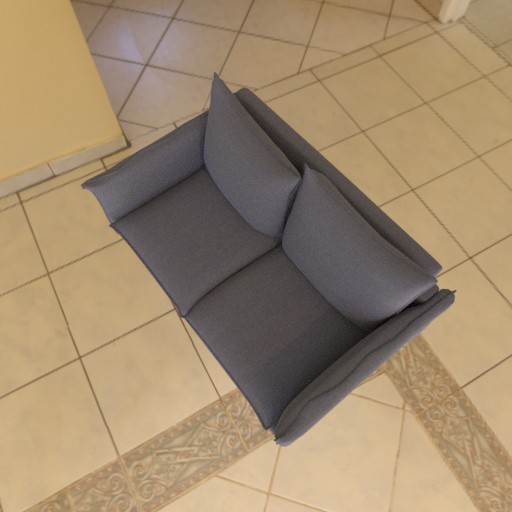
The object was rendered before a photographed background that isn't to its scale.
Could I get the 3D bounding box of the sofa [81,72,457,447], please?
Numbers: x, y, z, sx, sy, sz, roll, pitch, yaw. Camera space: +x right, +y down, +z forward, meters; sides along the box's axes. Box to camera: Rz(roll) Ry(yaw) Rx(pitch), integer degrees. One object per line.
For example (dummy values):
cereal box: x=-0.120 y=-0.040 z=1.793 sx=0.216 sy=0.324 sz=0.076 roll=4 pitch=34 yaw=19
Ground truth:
sofa: x=0.000 y=0.000 z=1.841 sx=0.820 sy=0.840 sz=1.300 roll=-36 pitch=69 yaw=-16
